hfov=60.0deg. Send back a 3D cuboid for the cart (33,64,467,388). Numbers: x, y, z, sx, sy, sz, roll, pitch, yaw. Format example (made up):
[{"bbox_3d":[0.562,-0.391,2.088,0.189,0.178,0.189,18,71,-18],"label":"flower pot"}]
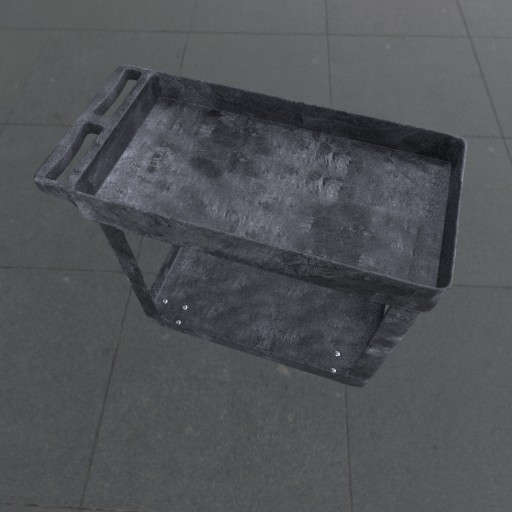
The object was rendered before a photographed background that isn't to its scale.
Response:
[{"bbox_3d":[0.000,0.000,1.320,0.877,0.824,0.420,16,60,9],"label":"cart"}]
